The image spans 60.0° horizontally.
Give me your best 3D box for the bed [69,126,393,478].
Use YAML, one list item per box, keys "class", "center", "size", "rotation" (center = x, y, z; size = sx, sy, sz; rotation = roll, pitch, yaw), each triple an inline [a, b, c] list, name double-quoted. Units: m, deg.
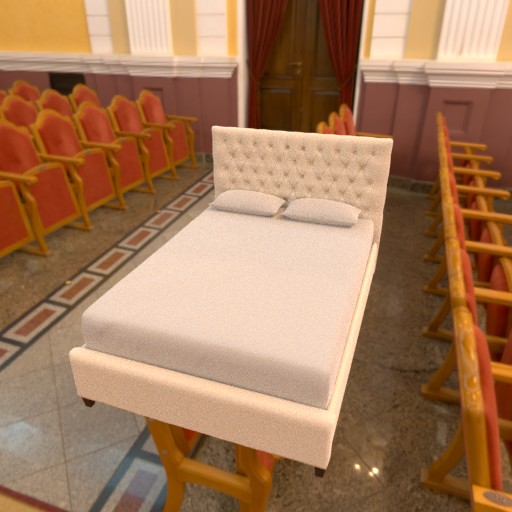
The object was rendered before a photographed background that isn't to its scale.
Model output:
- class: "bed"
  center: [0.000, 0.000, 3.399]
  size: [1.698, 1.427, 2.387]
  rotation: [9, 29, 17]
